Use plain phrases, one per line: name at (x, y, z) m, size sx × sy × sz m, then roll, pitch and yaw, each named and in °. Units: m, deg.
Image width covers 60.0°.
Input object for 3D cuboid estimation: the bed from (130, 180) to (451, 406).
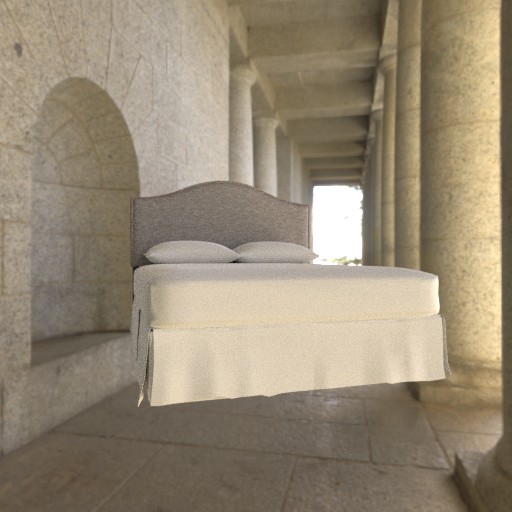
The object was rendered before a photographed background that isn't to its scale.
bed at (0.000, 0.000, 2.968) m, size 1.610 × 1.295 × 1.870 m, roll 0°, pitch 0°, yaw -17°
